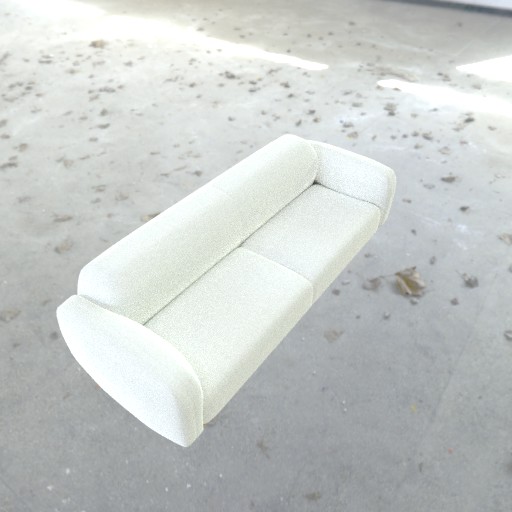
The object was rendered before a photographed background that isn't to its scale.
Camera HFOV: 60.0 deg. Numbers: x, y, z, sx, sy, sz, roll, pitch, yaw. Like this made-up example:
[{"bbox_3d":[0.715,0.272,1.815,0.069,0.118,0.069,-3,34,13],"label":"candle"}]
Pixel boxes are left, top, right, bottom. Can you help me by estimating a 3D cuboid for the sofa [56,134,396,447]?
[{"bbox_3d":[0.000,0.000,2.737,0.870,0.780,2.280,26,47,27],"label":"sofa"}]
